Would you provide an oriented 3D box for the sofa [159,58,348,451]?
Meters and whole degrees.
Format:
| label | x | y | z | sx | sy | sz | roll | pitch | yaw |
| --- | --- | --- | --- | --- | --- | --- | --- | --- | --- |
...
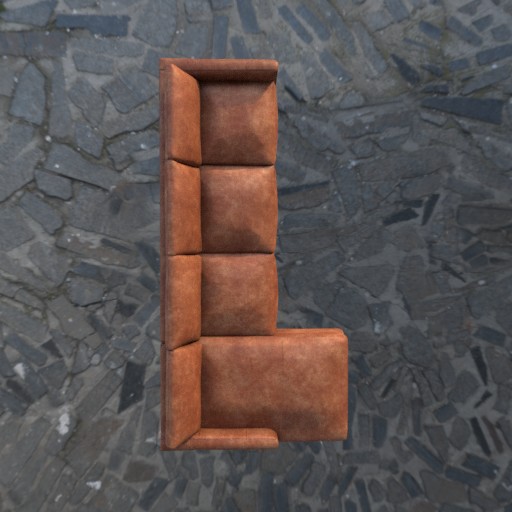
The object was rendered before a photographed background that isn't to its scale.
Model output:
| label | x | y | z | sx | sy | sz | roll | pitch | yaw |
| --- | --- | --- | --- | --- | --- | --- | --- | --- | --- |
| sofa | 0.000 | 0.000 | 3.574 | 1.471 | 0.859 | 2.993 | 0 | 91 | 0 |
